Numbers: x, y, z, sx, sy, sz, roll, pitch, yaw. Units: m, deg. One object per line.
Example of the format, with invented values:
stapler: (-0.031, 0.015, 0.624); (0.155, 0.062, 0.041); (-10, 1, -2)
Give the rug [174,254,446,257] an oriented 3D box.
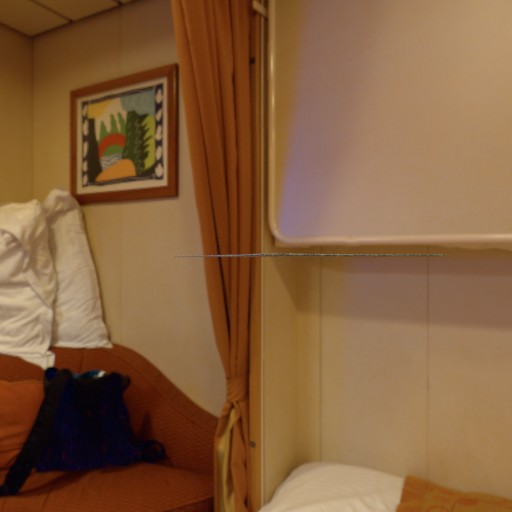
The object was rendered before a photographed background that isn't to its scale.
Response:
rug: (0.000, 0.000, 2.653); (0.688, 0.008, 2.443); (0, 0, -17)
